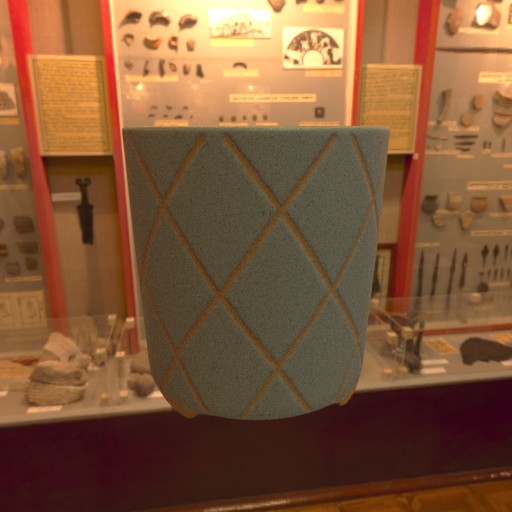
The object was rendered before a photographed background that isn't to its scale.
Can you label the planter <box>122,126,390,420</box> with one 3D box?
[{"bbox_3d":[0.000,0.000,0.355,0.191,0.200,0.191,0,17,0],"label":"planter"}]
